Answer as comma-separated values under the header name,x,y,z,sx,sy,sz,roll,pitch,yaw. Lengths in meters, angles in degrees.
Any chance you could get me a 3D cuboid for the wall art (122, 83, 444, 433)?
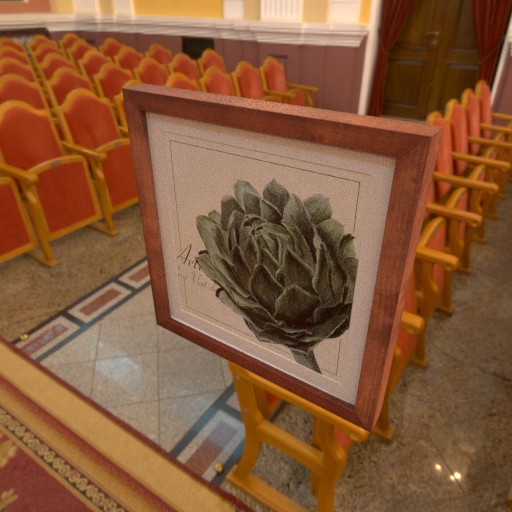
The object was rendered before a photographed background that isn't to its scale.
name,x,y,z,sx,sy,sz,roll,pitch,yaw
wall art,0.000,0.000,0.581,0.386,0.385,0.038,19,36,29
